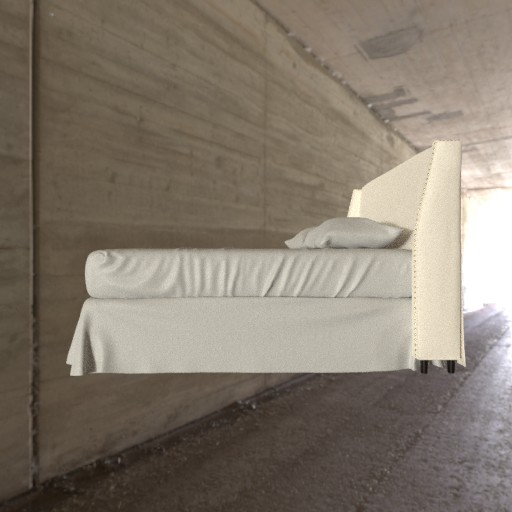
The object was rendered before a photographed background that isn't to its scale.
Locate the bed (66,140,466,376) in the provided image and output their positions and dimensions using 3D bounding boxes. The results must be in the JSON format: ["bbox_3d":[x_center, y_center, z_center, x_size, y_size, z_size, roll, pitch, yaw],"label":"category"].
[{"bbox_3d":[0.000,0.000,3.375,2.276,1.332,1.925,0,0,-2],"label":"bed"}]
